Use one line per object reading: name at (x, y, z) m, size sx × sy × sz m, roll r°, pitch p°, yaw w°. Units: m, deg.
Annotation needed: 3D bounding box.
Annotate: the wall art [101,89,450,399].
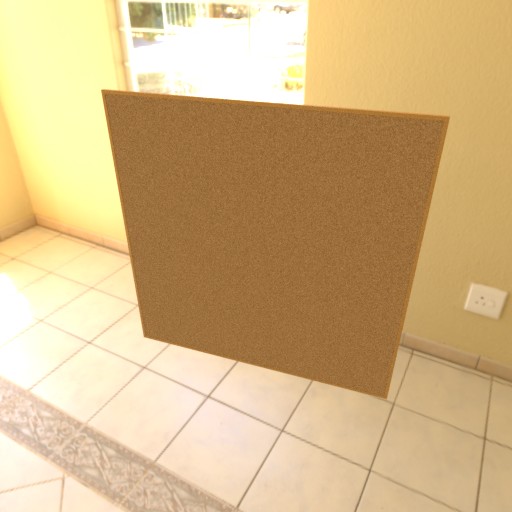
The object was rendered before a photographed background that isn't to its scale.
wall art at (0.000, 0.000, 1.423) m, size 0.962 × 0.959 × 0.013 m, roll 10°, pitch 33°, yaw 16°
